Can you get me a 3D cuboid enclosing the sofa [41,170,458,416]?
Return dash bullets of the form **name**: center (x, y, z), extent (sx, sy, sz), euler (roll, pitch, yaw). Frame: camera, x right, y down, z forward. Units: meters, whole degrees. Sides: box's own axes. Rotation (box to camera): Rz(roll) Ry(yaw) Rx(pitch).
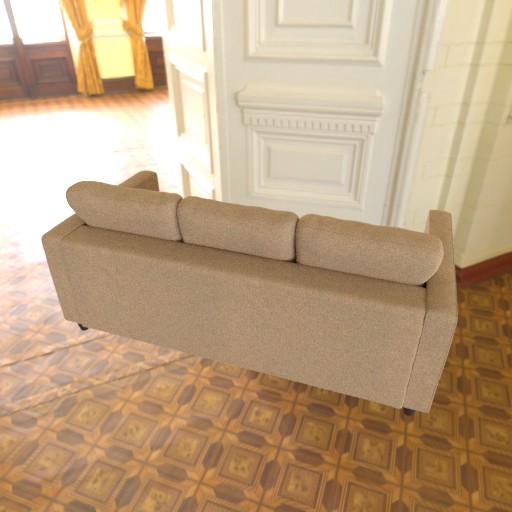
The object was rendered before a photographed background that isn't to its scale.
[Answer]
- **sofa**: center (0.000, 0.000, 2.307), extent (1.855, 0.800, 0.930), euler (10, 33, 16)
